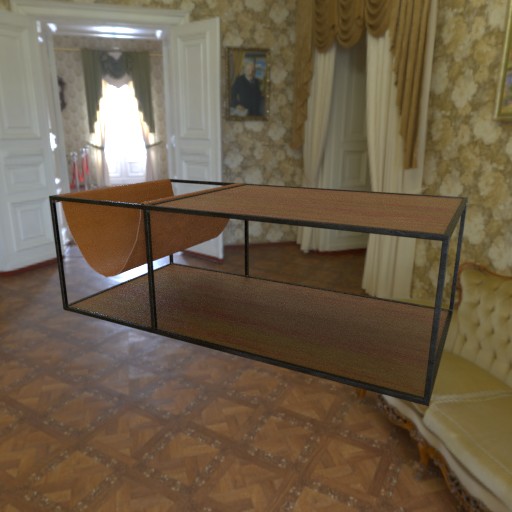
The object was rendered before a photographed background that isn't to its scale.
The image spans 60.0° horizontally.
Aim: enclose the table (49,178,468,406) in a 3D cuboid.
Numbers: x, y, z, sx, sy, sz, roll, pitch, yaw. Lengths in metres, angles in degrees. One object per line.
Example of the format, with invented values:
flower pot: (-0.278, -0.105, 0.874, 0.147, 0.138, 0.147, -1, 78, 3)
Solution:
table: (0.000, 0.000, 1.470, 1.199, 0.403, 0.597, 8, 18, 27)
